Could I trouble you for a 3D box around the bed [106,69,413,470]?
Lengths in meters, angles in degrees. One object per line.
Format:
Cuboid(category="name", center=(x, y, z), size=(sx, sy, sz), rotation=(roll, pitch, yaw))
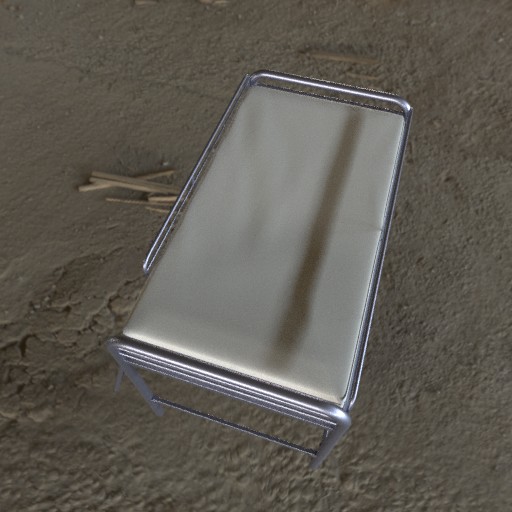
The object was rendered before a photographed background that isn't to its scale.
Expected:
Cuboid(category="bed", center=(0.000, 0.000, 2.803), size=(1.415, 1.288, 1.965), rotation=(15, 58, 10))
